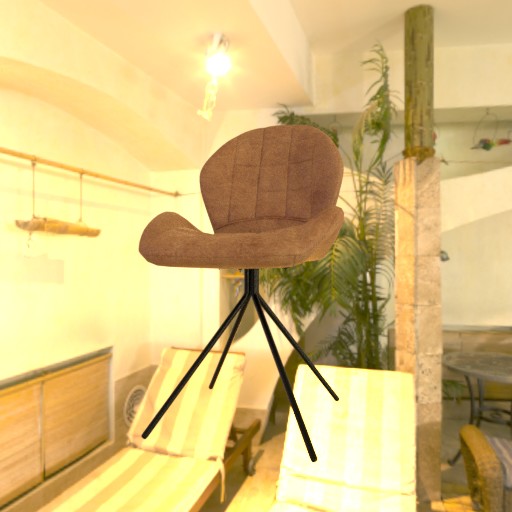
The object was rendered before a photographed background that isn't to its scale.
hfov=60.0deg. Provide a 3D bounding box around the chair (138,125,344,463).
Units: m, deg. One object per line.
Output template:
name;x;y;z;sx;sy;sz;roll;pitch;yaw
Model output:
chair;0.000;0.000;1.308;0.527;0.929;0.640;0;0;17
